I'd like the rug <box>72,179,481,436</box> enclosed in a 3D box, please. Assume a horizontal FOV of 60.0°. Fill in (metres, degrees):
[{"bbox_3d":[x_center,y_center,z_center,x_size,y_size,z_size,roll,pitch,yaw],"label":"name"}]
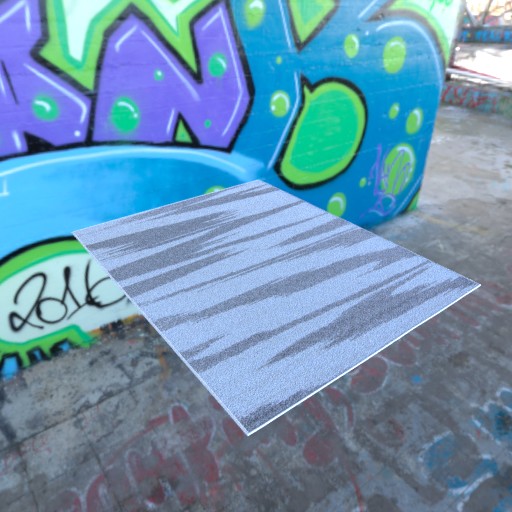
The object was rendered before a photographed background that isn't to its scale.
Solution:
[{"bbox_3d":[0.000,0.000,3.985,2.353,0.014,2.945,-21,37,-31],"label":"rug"}]
